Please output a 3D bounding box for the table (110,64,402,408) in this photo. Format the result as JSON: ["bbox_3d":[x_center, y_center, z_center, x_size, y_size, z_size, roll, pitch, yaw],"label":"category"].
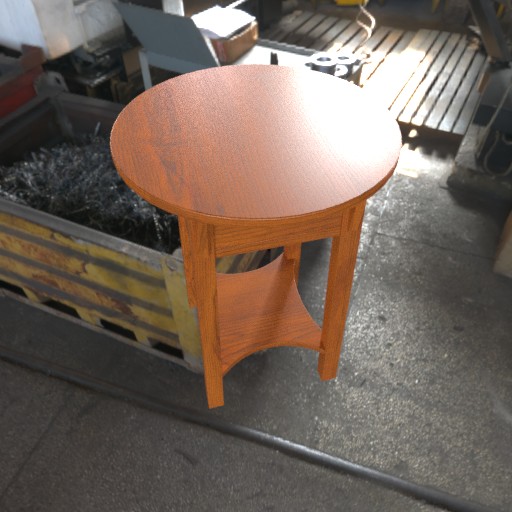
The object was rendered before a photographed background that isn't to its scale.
[{"bbox_3d":[0.000,0.000,0.929,0.457,0.610,0.457,0,46,0],"label":"table"}]
